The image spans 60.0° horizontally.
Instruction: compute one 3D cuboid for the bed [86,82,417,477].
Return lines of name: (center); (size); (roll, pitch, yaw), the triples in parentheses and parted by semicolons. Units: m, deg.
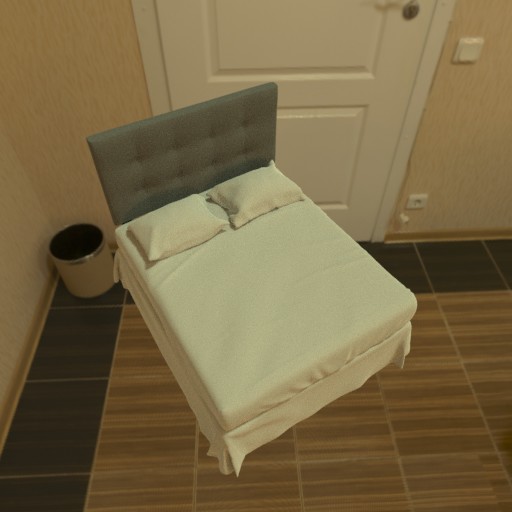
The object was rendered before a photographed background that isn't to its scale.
bed: (0.000, 0.000, 3.461); (1.936, 1.577, 2.222); (-25, 52, -21)
